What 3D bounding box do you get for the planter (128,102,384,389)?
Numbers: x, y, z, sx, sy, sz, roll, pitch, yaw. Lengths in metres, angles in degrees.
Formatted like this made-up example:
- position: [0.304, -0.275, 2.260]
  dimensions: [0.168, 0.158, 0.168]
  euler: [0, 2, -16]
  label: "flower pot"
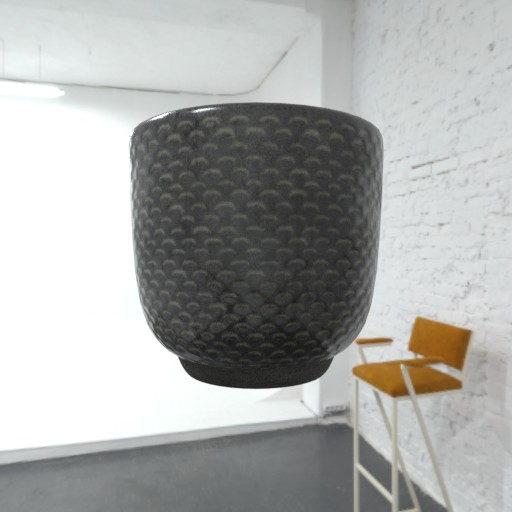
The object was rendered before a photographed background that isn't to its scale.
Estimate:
- position: [0.000, 0.000, 0.252]
  dimensions: [0.140, 0.129, 0.140]
  euler: [0, 0, 0]
  label: "planter"
